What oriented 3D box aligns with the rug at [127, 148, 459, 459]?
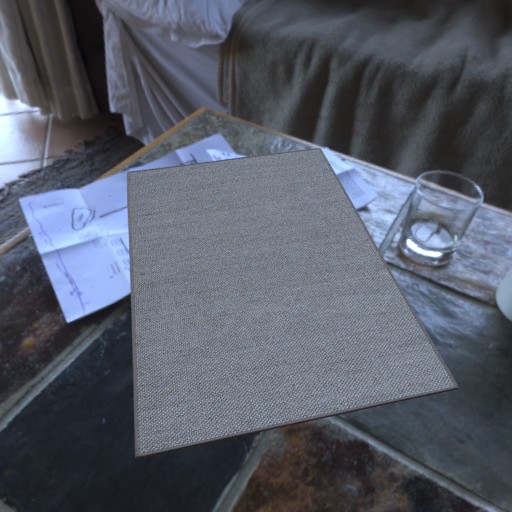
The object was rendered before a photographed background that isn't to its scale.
[{"bbox_3d":[0.000,0.000,2.704,1.517,0.013,2.115,-9,47,-8],"label":"rug"}]
